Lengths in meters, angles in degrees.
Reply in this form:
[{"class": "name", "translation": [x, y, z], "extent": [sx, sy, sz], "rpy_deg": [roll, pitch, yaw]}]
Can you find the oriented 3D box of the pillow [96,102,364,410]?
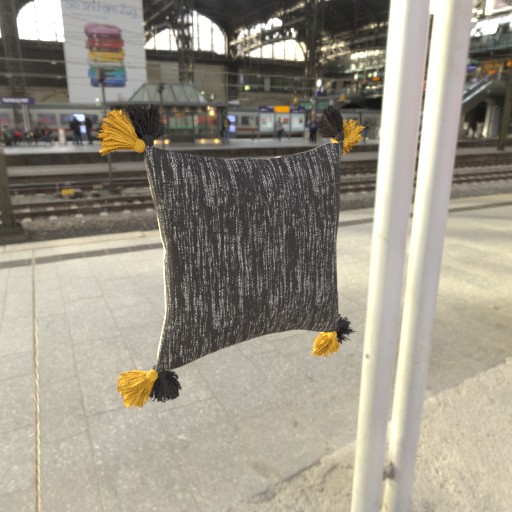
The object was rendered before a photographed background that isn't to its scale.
[{"class": "pillow", "translation": [0.000, 0.000, 0.997], "extent": [0.654, 0.659, 0.139], "rpy_deg": [-9, 18, -27]}]
